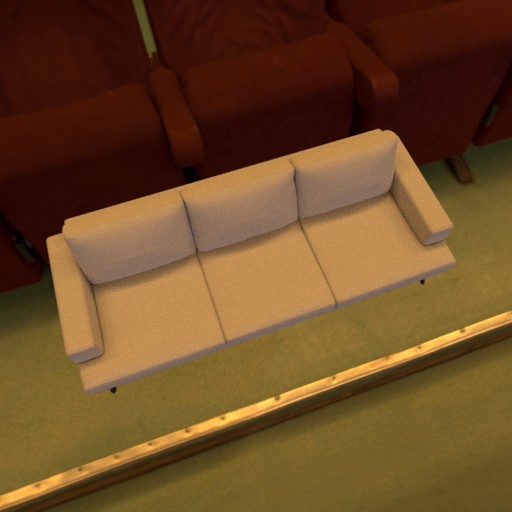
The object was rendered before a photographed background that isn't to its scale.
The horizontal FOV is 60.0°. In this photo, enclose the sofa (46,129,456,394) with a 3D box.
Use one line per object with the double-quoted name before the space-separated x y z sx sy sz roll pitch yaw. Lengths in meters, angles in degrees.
"sofa" 0.000 0.000 2.721 2.310 0.810 0.920 -18 66 -8
